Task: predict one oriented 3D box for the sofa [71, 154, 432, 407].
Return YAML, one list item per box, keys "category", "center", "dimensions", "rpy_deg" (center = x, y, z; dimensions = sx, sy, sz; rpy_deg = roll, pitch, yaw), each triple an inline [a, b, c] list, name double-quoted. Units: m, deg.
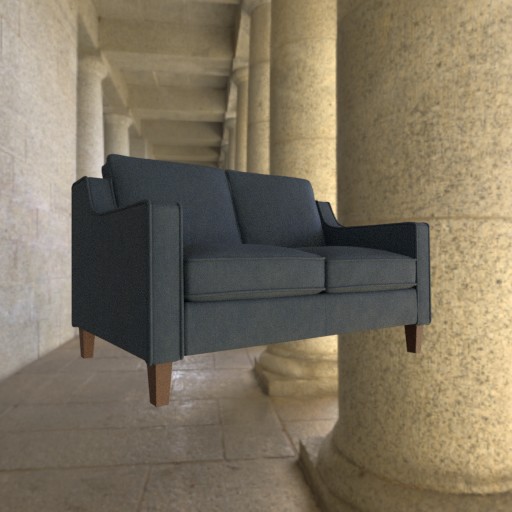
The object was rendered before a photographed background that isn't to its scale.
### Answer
- category: "sofa"
  center: [0.000, 0.000, 2.178]
  dimensions: [1.501, 0.971, 0.987]
  rpy_deg: [0, -1, -36]
